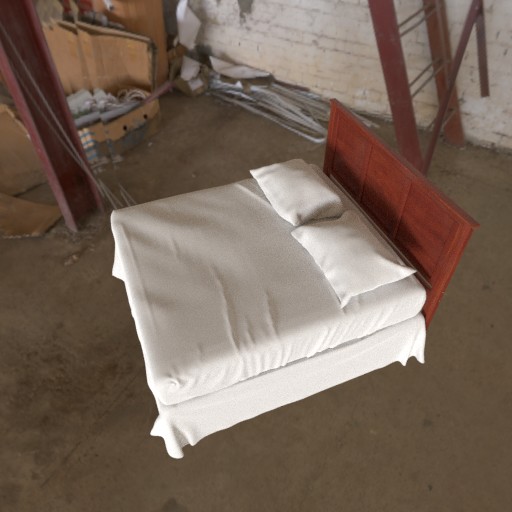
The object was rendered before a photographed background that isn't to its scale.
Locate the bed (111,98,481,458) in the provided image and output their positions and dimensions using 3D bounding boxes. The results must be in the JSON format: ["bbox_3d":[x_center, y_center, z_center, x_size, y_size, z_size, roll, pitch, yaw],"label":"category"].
[{"bbox_3d":[0.000,0.000,3.181,2.050,1.270,1.870,-16,48,-15],"label":"bed"}]
